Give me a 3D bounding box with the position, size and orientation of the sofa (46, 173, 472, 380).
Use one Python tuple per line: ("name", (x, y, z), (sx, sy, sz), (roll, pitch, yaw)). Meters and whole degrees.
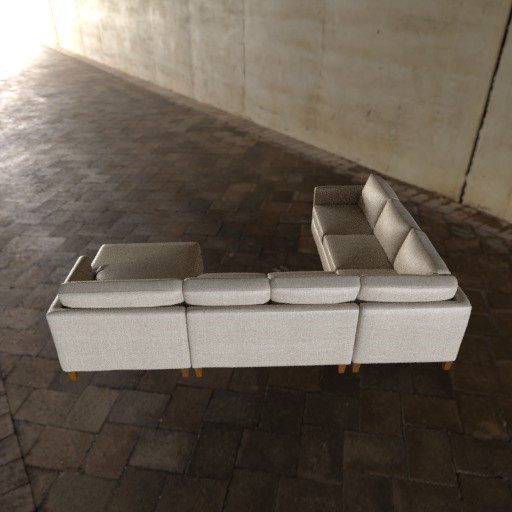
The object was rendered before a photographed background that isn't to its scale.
("sofa", (0.000, 0.000, 4.747), (3.460, 0.961, 2.594), (-1, 31, -2))
